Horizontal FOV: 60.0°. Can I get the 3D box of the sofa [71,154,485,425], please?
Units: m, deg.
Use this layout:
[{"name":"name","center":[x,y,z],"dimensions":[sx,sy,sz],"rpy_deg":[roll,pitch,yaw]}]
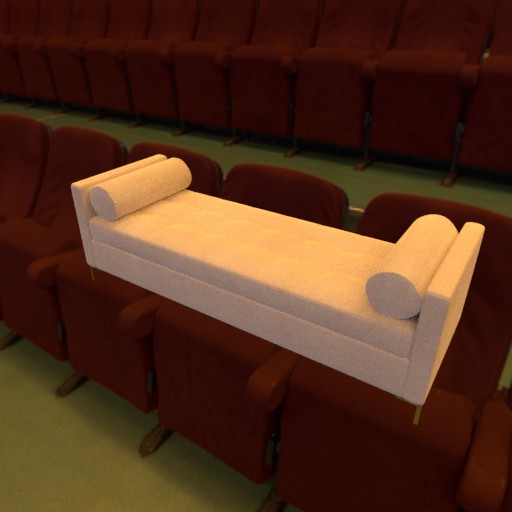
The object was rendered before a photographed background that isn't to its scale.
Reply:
[{"name":"sofa","center":[0.000,0.000,2.323],"dimensions":[1.981,0.635,0.686],"rpy_deg":[18,34,29]}]
